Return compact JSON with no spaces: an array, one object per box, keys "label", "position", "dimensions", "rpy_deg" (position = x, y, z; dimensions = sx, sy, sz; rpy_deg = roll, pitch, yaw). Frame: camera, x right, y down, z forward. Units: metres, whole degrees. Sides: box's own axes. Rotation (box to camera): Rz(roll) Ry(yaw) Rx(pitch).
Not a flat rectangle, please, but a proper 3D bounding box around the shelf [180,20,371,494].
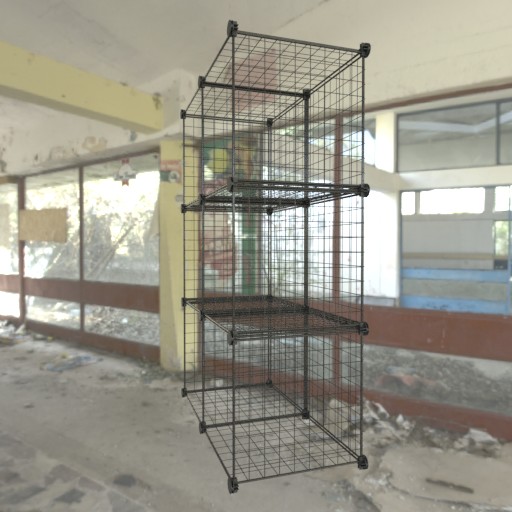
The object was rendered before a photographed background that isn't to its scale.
[{"label":"shelf","position":[0.000,0.000,1.378],"dimensions":[0.356,1.067,0.711],"rpy_deg":[0,1,-19]}]
